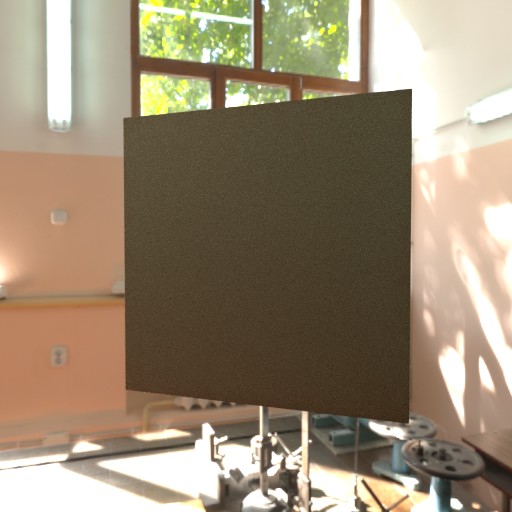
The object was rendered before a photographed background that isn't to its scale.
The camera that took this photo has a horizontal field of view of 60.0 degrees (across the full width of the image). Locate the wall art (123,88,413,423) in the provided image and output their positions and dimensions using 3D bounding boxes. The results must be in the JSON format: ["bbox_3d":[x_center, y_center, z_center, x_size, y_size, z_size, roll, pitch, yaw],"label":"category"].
[{"bbox_3d":[0.000,0.000,0.764,0.503,0.506,0.040,1,2,18],"label":"wall art"}]
